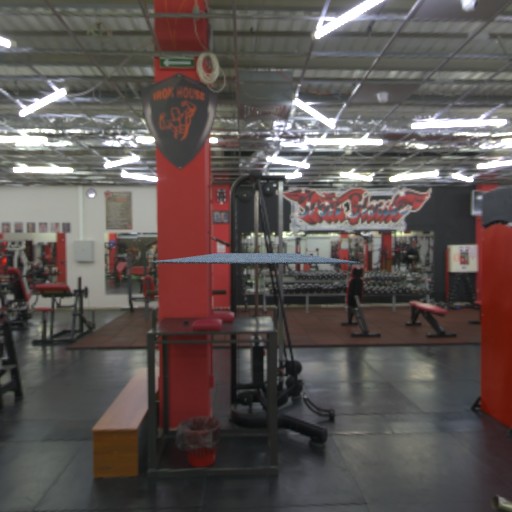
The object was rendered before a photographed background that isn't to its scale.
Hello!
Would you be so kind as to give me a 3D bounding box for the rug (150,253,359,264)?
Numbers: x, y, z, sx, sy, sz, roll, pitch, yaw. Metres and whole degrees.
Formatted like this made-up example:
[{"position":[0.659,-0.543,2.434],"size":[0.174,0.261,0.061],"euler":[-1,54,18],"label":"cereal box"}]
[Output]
[{"position":[0.000,0.000,2.658],"size":[0.688,0.008,2.443],"euler":[0,1,0],"label":"rug"}]
